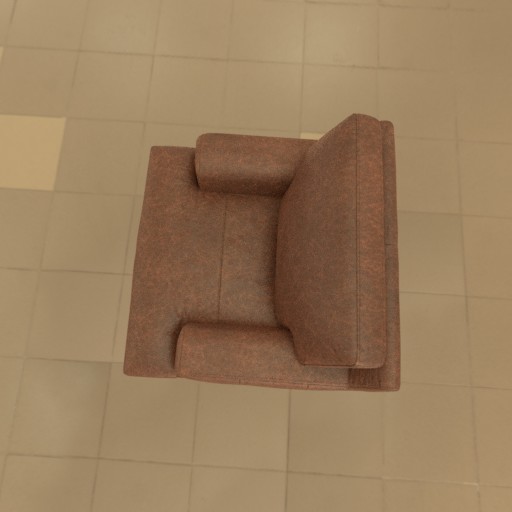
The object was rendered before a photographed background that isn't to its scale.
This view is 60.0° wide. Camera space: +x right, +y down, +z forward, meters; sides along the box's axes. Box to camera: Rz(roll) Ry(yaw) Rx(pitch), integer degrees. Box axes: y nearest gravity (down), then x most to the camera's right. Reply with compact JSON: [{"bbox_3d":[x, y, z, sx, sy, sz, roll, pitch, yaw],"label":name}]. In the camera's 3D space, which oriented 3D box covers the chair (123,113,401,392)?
[{"bbox_3d":[0.000,0.000,2.038,1.143,0.939,1.168,3,76,1],"label":"chair"}]
